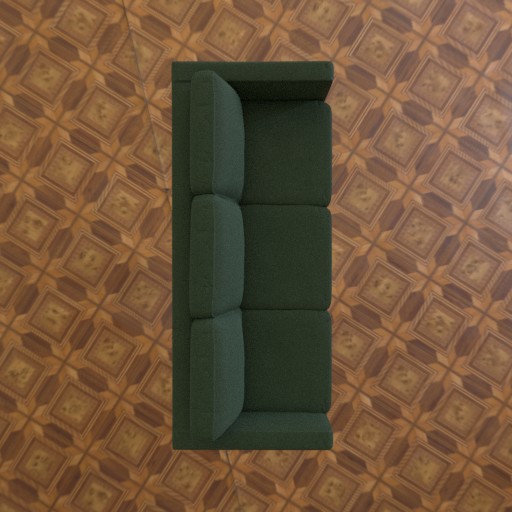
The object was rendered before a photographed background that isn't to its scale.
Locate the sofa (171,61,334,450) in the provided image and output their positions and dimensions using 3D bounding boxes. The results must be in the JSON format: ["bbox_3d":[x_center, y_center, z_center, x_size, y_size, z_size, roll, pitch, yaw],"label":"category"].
[{"bbox_3d":[0.000,0.000,2.529,0.879,0.899,2.029,0,91,0],"label":"sofa"}]
